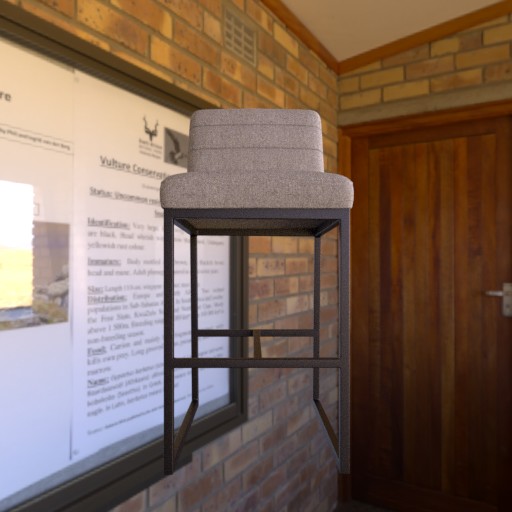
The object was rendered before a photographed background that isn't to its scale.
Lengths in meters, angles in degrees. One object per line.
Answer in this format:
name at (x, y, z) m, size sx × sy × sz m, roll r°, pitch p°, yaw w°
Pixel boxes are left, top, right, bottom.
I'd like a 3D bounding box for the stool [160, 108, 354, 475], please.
stool at (0.000, 0.000, 1.306) m, size 0.459 × 1.034 × 0.571 m, roll 0°, pitch 0°, yaw 0°
